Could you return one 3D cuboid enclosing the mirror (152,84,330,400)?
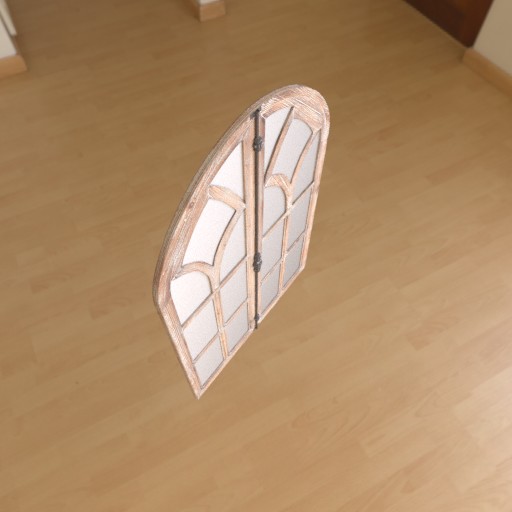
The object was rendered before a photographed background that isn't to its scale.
[{"bbox_3d":[0.000,0.000,1.136,0.032,0.915,0.609,32,63,19],"label":"mirror"}]
